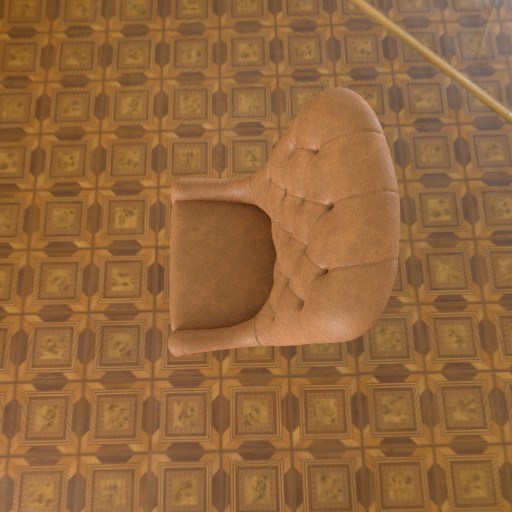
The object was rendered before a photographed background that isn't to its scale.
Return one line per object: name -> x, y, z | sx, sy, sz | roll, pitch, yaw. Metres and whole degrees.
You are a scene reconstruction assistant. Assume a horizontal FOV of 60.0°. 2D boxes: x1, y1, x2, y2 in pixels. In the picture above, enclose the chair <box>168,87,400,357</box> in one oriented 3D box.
chair -> 0.000, 0.000, 1.476 | 0.629, 1.091, 0.634 | -2, 76, 0
